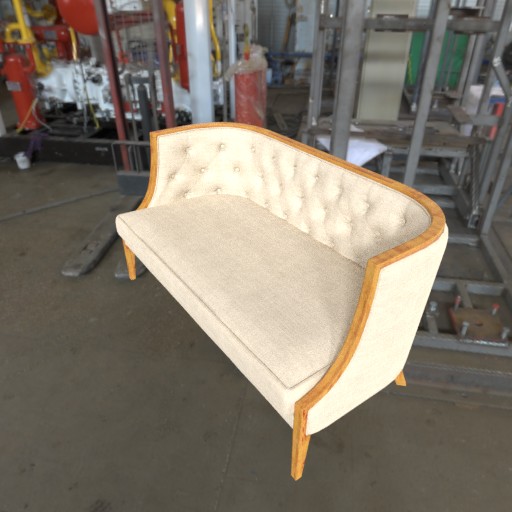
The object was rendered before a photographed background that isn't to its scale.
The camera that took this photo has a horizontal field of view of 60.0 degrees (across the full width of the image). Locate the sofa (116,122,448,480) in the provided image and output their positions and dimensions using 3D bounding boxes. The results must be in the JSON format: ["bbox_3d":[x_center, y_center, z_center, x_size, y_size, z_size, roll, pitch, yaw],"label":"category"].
[{"bbox_3d":[0.000,0.000,1.933,0.770,0.775,1.474,-21,38,-29],"label":"sofa"}]
